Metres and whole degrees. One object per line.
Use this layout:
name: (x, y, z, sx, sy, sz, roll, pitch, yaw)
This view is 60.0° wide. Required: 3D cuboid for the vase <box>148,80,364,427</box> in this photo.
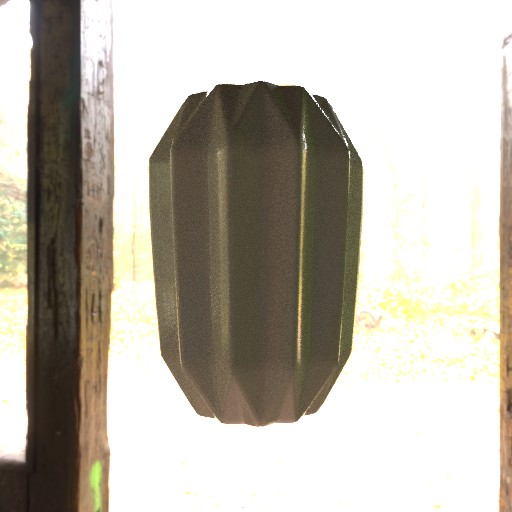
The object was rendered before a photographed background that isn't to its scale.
vase: (0.000, 0.000, 0.411, 0.195, 0.275, 0.195, 0, 0, 0)
